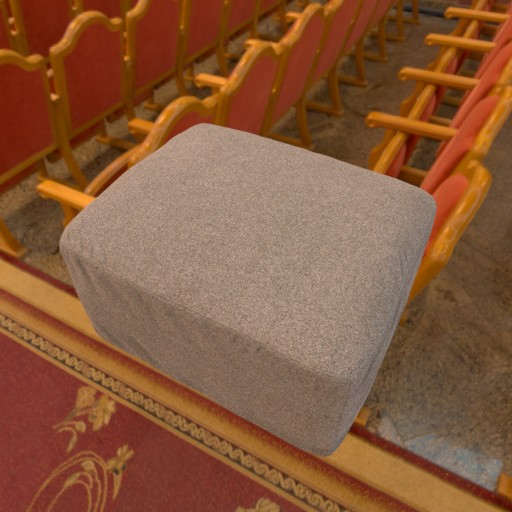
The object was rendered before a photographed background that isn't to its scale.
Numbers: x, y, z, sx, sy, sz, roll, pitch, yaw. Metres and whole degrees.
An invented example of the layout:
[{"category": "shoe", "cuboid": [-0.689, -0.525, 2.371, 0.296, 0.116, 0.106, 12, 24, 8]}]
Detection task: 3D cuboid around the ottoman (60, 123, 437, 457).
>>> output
[{"category": "ottoman", "cuboid": [0.000, 0.000, 1.255, 0.837, 0.481, 0.683, 22, 50, 20]}]
